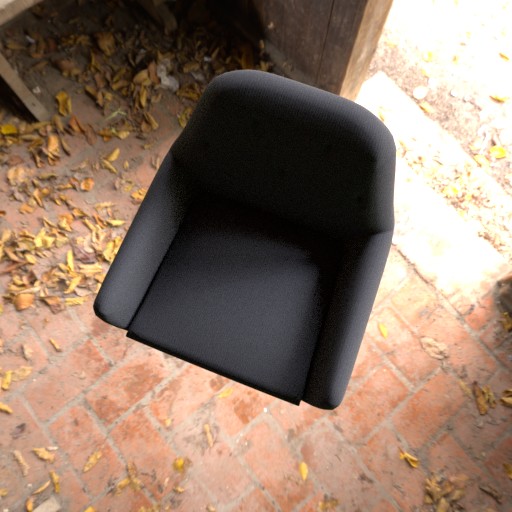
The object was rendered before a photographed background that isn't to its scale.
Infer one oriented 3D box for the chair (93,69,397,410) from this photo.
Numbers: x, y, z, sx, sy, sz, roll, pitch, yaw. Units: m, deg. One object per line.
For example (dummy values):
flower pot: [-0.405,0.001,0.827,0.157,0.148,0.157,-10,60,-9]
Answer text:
chair: [0.000,0.000,1.441,0.770,0.800,0.779,21,77,5]
